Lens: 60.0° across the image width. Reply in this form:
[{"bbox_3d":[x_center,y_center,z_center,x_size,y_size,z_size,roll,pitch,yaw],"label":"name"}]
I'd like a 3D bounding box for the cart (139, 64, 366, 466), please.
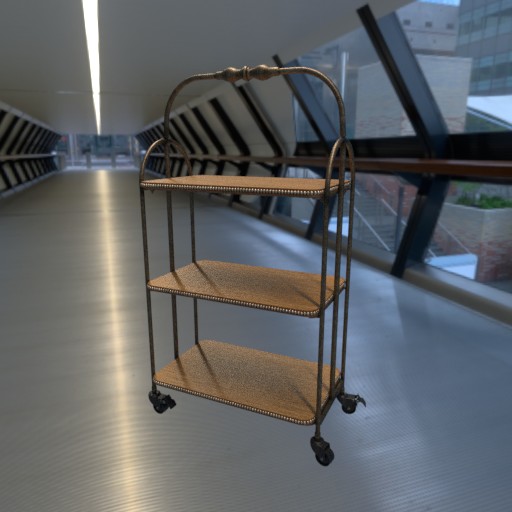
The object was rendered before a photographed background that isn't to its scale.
[{"bbox_3d":[0.000,0.000,1.314,0.650,1.052,0.330,7,16,25],"label":"cart"}]
